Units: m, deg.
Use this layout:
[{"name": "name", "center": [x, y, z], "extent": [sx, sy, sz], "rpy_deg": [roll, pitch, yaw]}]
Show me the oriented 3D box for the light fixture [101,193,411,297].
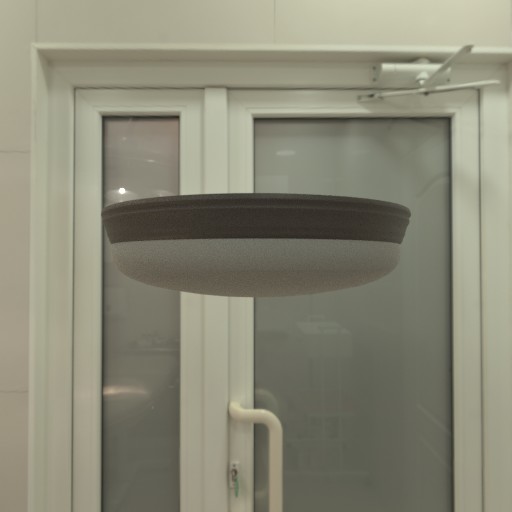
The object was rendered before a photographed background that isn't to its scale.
[{"name": "light fixture", "center": [0.000, 0.000, 0.556], "extent": [0.368, 0.100, 0.368], "rpy_deg": [0, -1, 0]}]
